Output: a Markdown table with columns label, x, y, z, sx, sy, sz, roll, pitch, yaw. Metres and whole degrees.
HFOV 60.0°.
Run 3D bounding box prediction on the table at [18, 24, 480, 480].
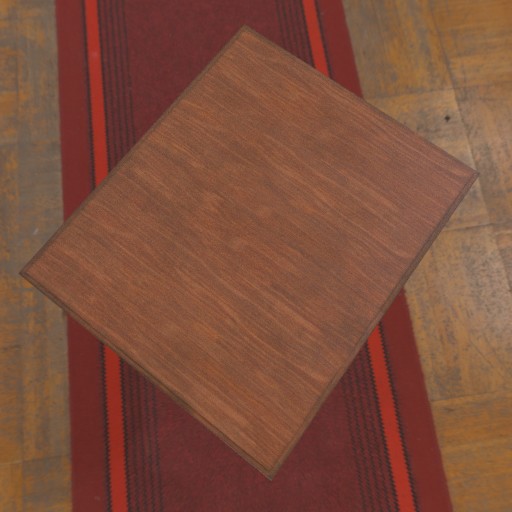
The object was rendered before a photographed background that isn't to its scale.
| label | x | y | z | sx | sy | sz | roll | pitch | yaw |
| --- | --- | --- | --- | --- | --- | --- | --- | --- | --- |
| table | 0.000 | 0.000 | 1.575 | 0.838 | 0.761 | 0.991 | 36 | 78 | 9 |
